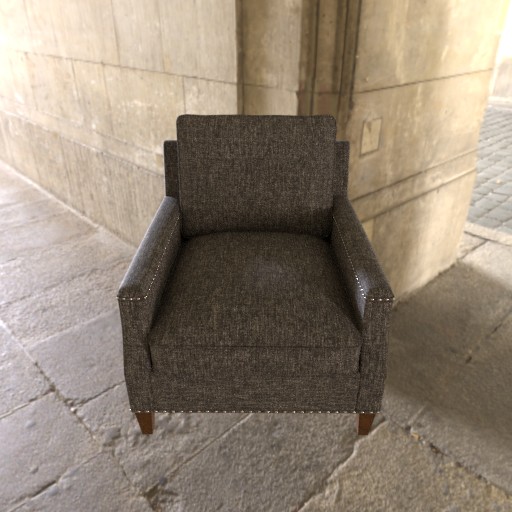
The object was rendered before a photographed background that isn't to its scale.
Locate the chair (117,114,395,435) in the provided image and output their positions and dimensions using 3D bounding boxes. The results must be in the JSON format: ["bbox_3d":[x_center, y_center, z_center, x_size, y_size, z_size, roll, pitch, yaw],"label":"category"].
[{"bbox_3d":[0.000,0.000,1.744,0.853,0.943,1.014,0,29,0],"label":"chair"}]
